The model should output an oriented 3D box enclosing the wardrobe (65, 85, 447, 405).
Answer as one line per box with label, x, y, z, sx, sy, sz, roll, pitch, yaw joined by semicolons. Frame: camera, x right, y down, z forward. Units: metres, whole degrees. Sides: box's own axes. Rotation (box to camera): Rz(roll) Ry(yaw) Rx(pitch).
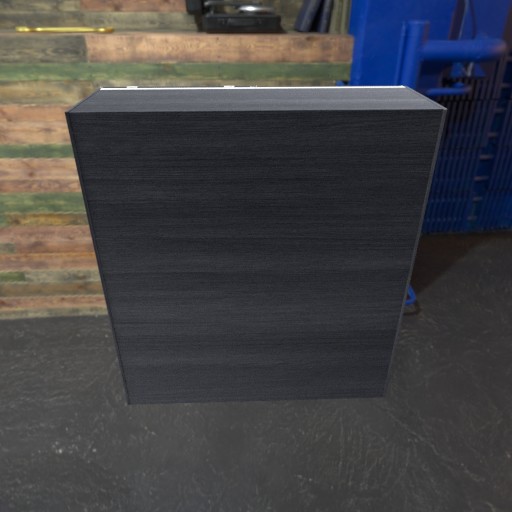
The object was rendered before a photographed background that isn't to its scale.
wardrobe;0.000;0.000;2.827;1.780;1.960;0.629;-1;31;-2
